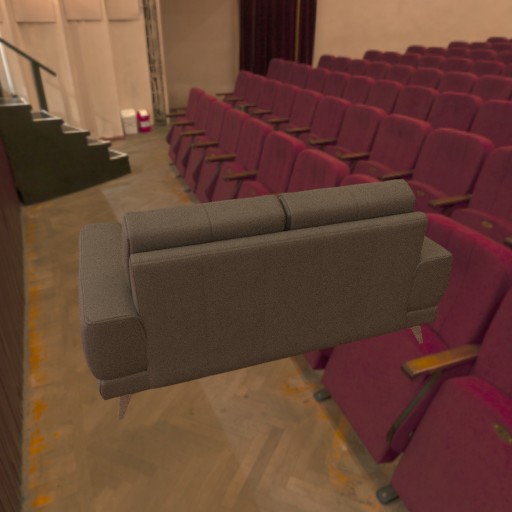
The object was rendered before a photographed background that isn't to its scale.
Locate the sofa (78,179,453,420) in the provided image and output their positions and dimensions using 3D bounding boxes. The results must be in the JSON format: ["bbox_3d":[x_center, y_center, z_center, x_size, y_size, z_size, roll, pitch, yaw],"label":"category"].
[{"bbox_3d":[0.000,0.000,2.399,1.806,0.907,1.018,-9,29,-17],"label":"sofa"}]
